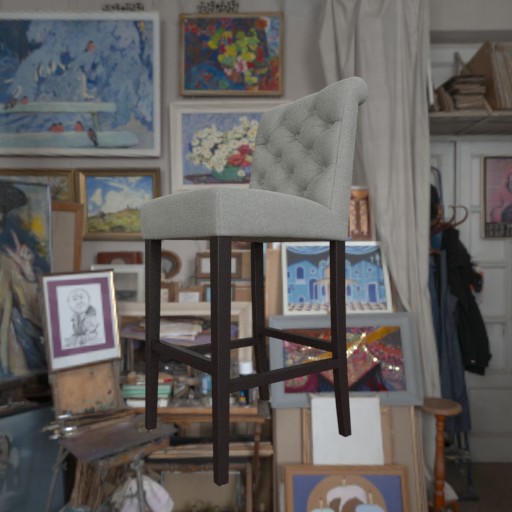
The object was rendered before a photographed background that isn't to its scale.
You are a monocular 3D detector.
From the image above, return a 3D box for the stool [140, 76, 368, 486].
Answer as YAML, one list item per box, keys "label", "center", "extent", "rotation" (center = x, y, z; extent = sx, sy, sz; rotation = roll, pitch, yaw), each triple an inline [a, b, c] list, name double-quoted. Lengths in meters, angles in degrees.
- label: "stool"
  center: [0.000, 0.000, 1.441]
  extent: [0.601, 1.140, 0.493]
  rotation: [-1, 1, -37]
